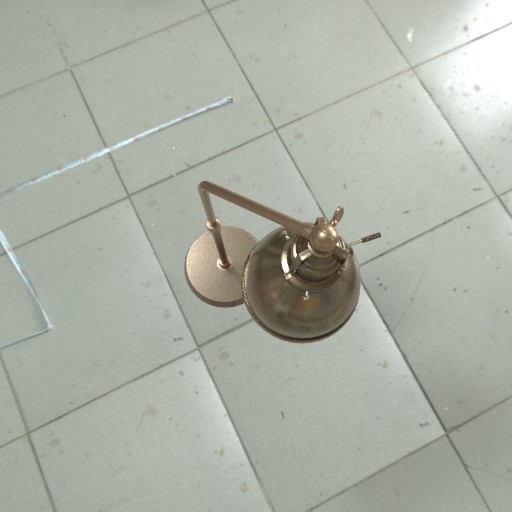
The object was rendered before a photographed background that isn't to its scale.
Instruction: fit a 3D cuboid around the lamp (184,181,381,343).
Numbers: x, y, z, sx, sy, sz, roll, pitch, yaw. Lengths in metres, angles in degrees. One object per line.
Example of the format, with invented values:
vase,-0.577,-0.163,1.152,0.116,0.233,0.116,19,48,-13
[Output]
lamp,0.000,0.000,0.582,0.286,0.456,0.153,33,78,8
